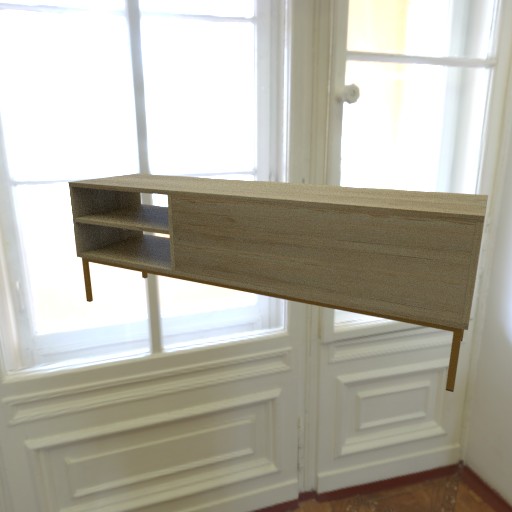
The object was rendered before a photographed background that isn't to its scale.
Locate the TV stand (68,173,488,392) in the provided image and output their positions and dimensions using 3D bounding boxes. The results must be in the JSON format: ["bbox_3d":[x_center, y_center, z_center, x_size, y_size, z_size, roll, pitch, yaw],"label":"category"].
[{"bbox_3d":[0.000,0.000,1.795,1.600,0.550,0.420,8,18,27],"label":"TV stand"}]
